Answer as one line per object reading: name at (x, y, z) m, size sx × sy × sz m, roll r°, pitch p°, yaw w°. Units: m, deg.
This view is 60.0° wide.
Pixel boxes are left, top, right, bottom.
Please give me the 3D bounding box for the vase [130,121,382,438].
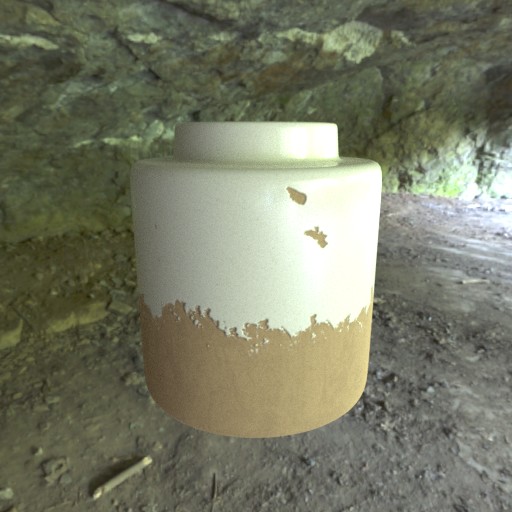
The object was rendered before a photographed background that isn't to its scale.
vase at (0.000, 0.000, 0.292) m, size 0.153 × 0.167 × 0.153 m, roll 0°, pitch 15°, yaw 0°
